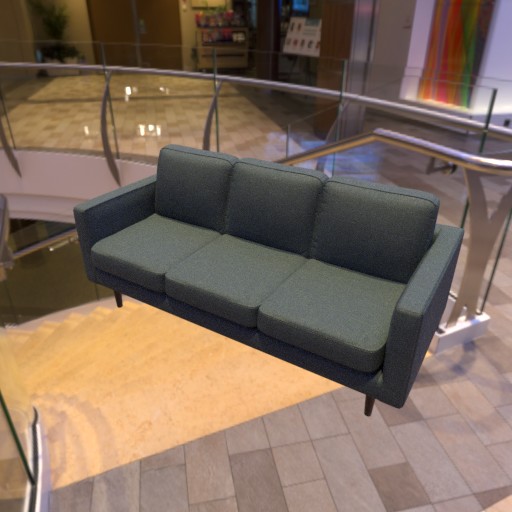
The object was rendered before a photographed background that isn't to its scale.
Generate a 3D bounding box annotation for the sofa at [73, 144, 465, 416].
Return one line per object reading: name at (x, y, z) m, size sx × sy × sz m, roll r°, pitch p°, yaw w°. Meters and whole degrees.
sofa at (0.000, 0.000, 2.560) m, size 2.013 × 0.945 × 0.935 m, roll 17°, pitch 33°, yaw 28°
